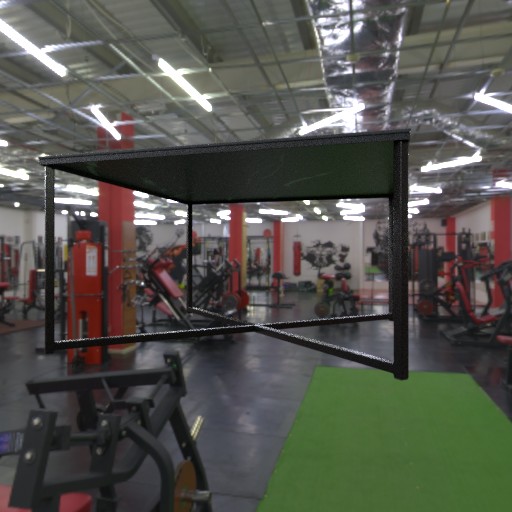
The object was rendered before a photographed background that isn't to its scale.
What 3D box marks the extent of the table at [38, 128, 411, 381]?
[{"bbox_3d":[0.000,0.000,1.279,0.800,0.450,0.800,0,0,16],"label":"table"}]
